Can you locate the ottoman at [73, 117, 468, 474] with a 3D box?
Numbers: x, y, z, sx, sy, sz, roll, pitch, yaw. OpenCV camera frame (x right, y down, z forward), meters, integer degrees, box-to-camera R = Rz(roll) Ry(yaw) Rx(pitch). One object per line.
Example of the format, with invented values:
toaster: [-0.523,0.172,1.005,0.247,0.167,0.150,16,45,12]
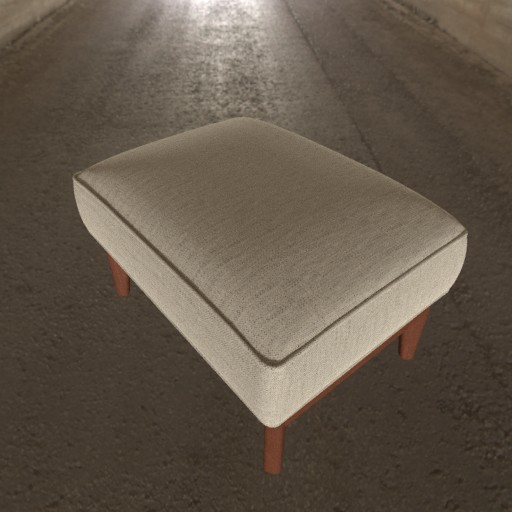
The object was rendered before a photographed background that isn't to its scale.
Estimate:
ottoman: [0.000,0.000,1.125,0.594,0.465,0.794,-27,46,-30]
